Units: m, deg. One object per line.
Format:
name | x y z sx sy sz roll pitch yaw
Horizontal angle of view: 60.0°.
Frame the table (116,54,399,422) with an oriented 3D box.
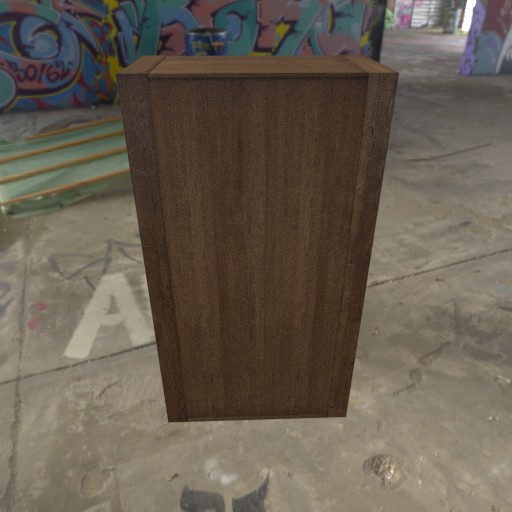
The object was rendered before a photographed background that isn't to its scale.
table | 0.000 0.000 2.483 1.100 2.000 0.600 -1 31 -2
